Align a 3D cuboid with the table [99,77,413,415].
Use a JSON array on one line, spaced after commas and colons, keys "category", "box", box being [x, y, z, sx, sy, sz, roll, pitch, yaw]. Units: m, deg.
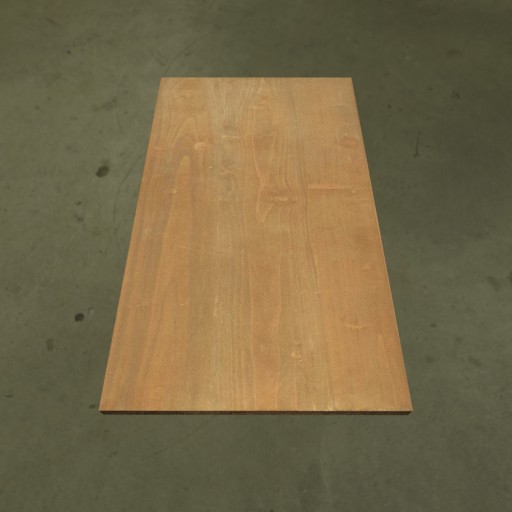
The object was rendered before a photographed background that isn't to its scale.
[{"category": "table", "box": [0.000, 0.000, 2.096, 0.946, 0.780, 1.609, 0, 57, 0]}]
